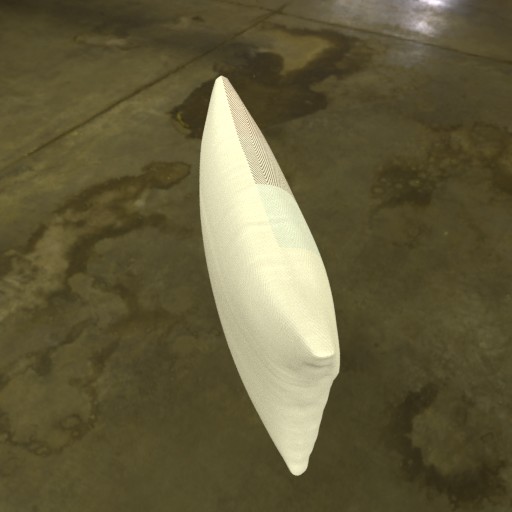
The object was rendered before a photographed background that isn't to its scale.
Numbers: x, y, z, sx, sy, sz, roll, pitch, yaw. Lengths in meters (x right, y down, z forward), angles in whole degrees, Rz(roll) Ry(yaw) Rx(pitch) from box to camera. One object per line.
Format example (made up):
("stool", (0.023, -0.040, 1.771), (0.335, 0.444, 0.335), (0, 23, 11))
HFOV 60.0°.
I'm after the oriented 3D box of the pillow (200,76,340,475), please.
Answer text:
("pillow", (0.000, 0.000, 0.629), (0.139, 0.305, 0.506), (-9, 47, -9))
